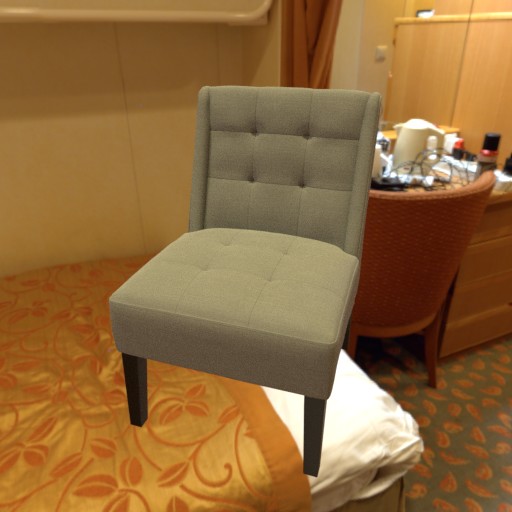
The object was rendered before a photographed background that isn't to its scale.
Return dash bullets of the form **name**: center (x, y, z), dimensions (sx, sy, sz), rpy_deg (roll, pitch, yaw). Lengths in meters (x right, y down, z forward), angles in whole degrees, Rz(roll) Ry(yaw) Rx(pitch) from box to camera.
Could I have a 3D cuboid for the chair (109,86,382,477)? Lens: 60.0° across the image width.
- **chair**: center (0.000, 0.000, 1.270), dimensions (0.569, 0.853, 0.676), rpy_deg (8, 28, 16)
